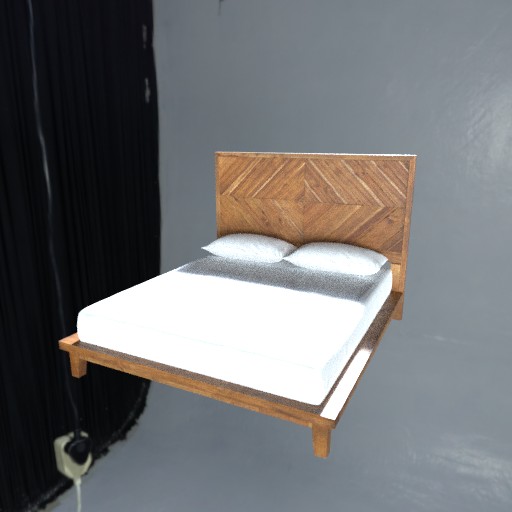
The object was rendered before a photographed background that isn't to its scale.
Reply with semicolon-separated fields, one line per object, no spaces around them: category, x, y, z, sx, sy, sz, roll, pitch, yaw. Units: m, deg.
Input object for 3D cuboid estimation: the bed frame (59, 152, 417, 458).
bed frame;0.000;0.000;3.564;2.038;1.537;2.235;7;17;26
